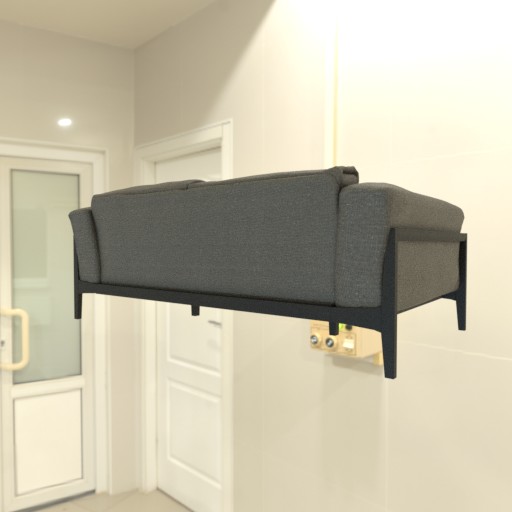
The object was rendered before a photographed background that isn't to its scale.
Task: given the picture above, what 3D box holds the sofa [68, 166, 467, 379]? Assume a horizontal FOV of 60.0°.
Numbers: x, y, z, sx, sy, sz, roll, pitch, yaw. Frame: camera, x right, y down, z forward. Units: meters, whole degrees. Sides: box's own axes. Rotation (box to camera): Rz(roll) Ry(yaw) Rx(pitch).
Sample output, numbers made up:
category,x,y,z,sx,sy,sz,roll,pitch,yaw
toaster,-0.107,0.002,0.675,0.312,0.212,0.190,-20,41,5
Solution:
category,x,y,z,sx,sy,sz,roll,pitch,yaw
sofa,0.000,0.000,2.114,1.690,0.656,0.960,1,2,37
